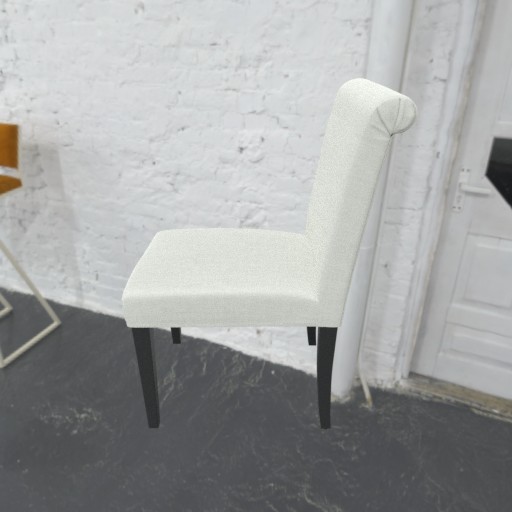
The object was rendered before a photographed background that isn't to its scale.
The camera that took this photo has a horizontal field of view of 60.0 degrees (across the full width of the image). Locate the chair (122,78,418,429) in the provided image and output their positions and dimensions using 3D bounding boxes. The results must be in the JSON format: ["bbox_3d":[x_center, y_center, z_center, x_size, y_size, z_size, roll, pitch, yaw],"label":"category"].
[{"bbox_3d":[0.000,0.000,1.350,0.708,0.976,0.452,0,26,1],"label":"chair"}]
